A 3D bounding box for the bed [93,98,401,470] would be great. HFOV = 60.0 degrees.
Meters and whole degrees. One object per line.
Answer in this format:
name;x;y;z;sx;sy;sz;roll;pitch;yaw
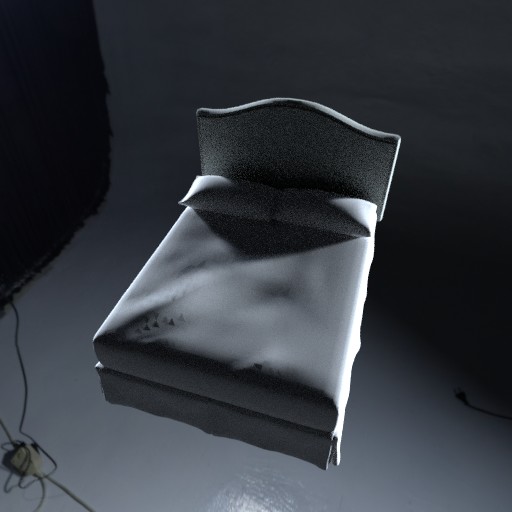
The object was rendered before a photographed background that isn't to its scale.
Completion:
bed;0.000;0.000;3.379;1.813;1.607;2.180;12;44;13
